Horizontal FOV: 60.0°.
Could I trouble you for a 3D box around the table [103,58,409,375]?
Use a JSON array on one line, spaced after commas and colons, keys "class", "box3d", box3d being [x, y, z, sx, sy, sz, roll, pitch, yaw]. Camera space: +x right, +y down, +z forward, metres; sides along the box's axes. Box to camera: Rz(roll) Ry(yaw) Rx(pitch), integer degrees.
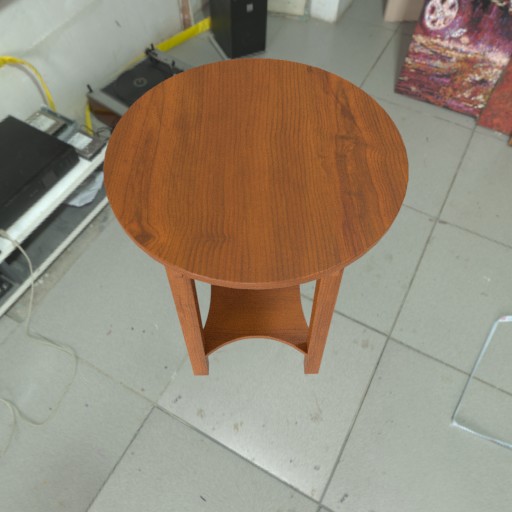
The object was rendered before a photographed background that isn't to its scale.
[{"class": "table", "box3d": [0.000, 0.000, 0.931, 0.457, 0.610, 0.457, 0, 58, 0]}]
